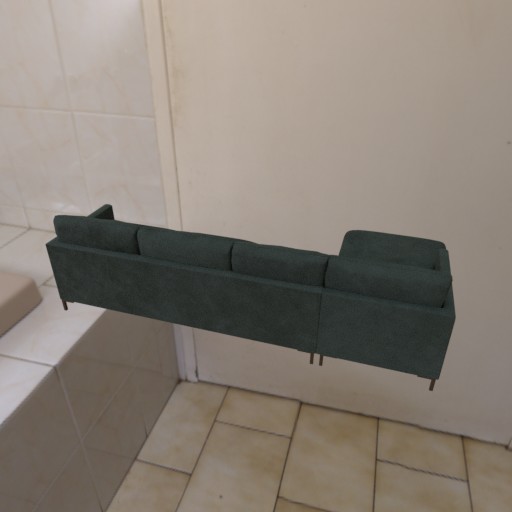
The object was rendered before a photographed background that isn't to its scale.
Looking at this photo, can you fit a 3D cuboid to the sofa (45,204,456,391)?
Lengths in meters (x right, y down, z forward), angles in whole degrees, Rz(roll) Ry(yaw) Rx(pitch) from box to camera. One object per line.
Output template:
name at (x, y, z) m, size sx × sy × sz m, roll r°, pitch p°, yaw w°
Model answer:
sofa at (0.000, 0.000, 4.154) m, size 3.400 × 0.967 × 1.500 m, roll 9°, pitch 32°, yaw 15°
